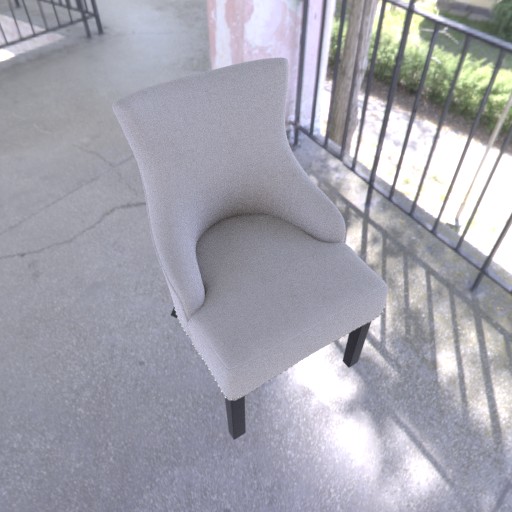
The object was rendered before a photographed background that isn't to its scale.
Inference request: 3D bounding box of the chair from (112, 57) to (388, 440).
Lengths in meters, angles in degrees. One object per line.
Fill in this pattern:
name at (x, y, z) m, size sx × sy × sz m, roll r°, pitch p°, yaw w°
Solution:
chair at (0.000, 0.000, 1.325) m, size 0.566 × 0.909 × 0.629 m, roll -25°, pitch 50°, yaw -22°
